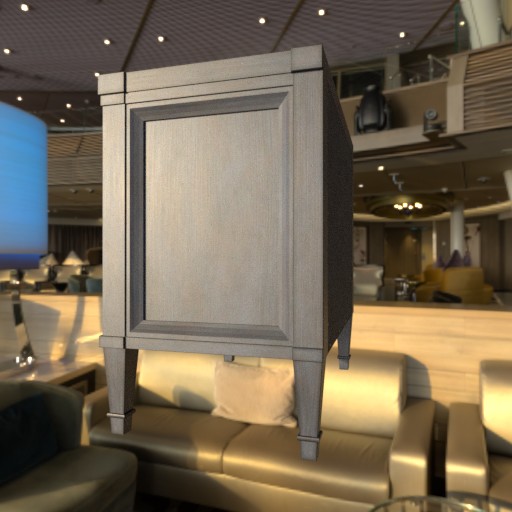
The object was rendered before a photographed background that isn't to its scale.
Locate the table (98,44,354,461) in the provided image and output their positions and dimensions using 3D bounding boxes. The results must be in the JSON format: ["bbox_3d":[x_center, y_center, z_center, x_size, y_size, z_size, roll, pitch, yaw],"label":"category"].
[{"bbox_3d":[0.000,0.000,1.066,0.413,0.660,0.660,0,0,16],"label":"table"}]
